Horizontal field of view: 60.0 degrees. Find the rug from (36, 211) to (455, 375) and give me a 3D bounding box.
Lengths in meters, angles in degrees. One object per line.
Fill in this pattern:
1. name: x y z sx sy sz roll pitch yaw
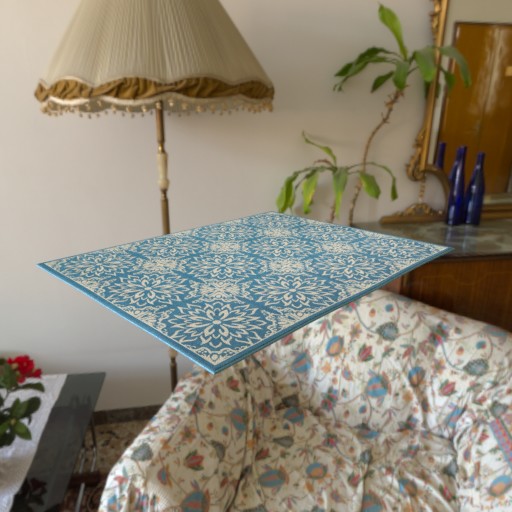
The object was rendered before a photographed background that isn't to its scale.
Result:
1. rug: 0.000 0.000 3.965 2.350 0.018 2.964 17 24 42
